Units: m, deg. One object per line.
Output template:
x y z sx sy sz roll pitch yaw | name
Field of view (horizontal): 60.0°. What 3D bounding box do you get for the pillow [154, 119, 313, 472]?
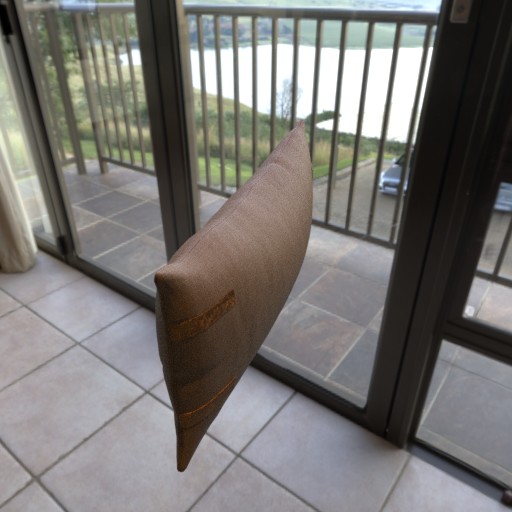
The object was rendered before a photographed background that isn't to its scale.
0.000 0.000 0.742 0.148 0.308 0.612 10 33 16 | pillow
